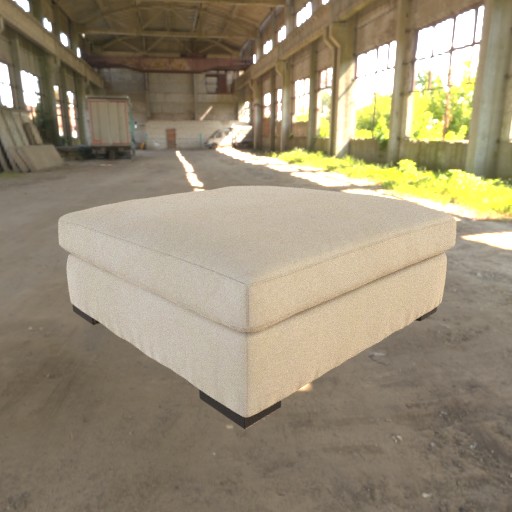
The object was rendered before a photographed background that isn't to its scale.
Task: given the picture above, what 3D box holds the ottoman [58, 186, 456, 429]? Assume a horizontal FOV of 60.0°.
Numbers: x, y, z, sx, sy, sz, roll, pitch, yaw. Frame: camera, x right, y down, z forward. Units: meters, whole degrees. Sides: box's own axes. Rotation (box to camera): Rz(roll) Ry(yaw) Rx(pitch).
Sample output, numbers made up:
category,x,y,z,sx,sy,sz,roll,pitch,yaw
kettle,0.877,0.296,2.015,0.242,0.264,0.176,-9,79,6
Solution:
category,x,y,z,sx,sy,sz,roll,pitch,yaw
ottoman,0.000,0.000,1.870,1.205,0.522,1.190,-15,21,-42
